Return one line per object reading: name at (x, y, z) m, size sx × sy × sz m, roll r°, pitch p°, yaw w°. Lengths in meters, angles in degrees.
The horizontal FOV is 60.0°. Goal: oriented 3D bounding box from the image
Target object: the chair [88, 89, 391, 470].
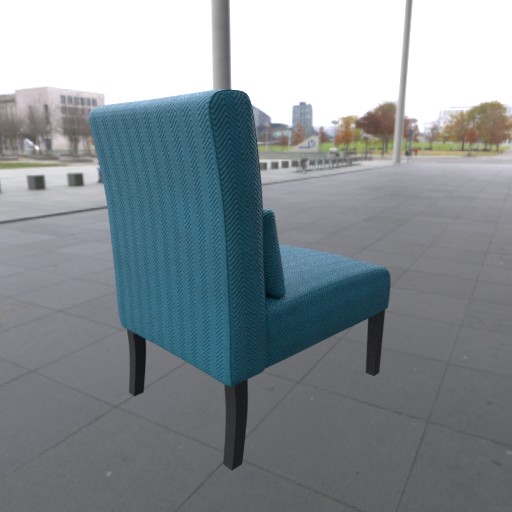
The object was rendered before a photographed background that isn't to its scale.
chair at (0.000, 0.000, 1.446) m, size 0.808 × 0.927 × 0.579 m, roll -13°, pitch 19°, yaw -43°
